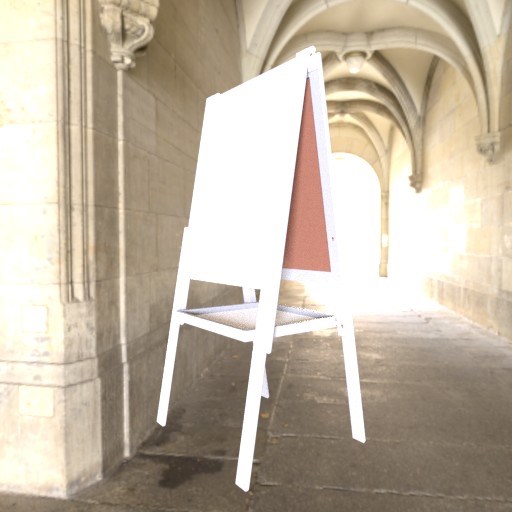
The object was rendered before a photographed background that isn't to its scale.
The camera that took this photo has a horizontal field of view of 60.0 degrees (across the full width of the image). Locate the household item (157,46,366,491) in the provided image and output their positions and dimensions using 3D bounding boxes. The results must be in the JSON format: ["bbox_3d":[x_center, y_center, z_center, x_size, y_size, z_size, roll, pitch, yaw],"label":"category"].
[{"bbox_3d":[0.000,0.000,1.453,0.469,1.172,0.531,-2,3,-37],"label":"household item"}]
